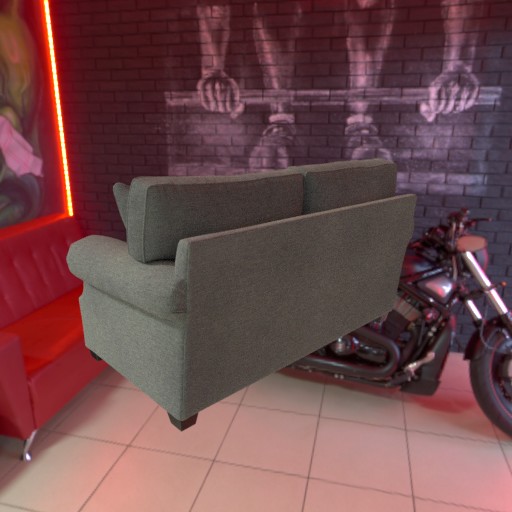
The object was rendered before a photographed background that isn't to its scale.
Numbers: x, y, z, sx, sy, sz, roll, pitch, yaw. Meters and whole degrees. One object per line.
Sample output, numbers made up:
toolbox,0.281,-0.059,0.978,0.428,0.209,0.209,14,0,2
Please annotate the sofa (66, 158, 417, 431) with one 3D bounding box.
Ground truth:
sofa,0.000,0.000,2.328,1.701,0.966,0.966,-15,22,-42
